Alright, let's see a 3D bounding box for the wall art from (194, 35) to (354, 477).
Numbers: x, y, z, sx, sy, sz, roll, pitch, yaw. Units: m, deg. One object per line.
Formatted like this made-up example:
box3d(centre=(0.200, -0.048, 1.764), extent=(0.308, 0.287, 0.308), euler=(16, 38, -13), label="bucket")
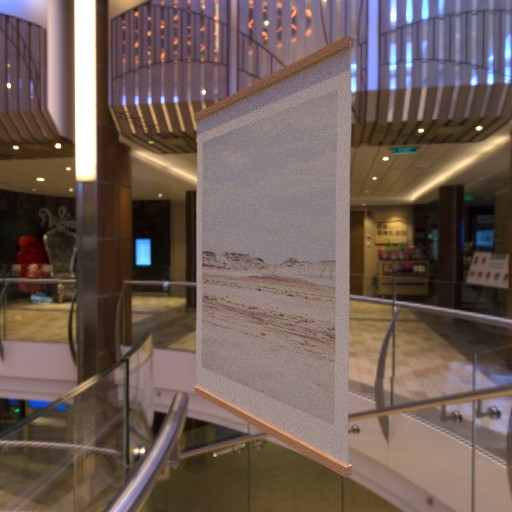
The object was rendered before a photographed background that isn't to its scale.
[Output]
box3d(centre=(0.000, 0.000, 1.323), extent=(0.020, 1.016, 0.739), euler=(-1, 1, -36), label="wall art")
